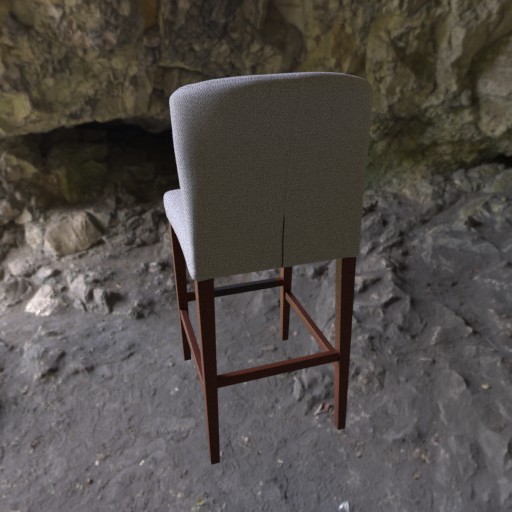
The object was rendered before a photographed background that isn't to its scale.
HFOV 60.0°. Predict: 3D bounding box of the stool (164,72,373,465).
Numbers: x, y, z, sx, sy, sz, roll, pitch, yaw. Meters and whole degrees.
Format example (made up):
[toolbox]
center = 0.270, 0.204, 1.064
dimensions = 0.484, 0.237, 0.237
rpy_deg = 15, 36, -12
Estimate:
[stool]
center = 0.000, 0.000, 1.345
dimensions = 0.481, 1.069, 0.568
rpy_deg = -8, 28, -16
